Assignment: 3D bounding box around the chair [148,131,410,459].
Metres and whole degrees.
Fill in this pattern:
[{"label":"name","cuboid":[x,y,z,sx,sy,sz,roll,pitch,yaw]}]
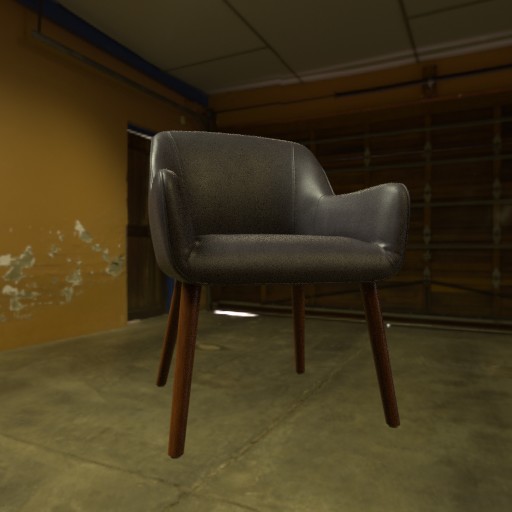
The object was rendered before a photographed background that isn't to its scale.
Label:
[{"label":"chair","cuboid":[0.000,0.000,1.256,0.610,0.828,0.610,0,0,-18]}]
